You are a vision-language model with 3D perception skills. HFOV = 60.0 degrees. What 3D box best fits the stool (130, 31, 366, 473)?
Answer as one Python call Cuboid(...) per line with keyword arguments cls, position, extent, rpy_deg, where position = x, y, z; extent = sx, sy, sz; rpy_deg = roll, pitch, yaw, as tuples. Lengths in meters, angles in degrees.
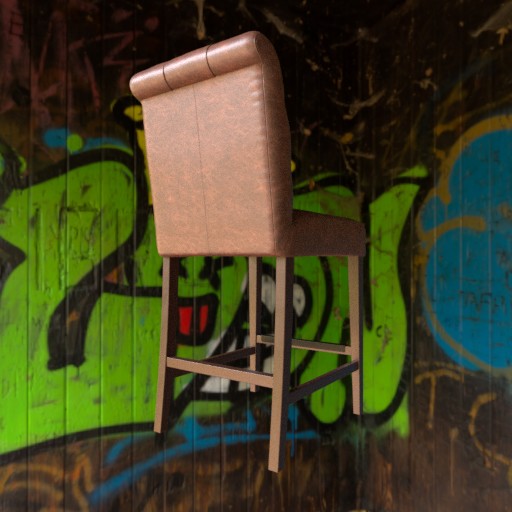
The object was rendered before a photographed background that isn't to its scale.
Cuboid(cls="stool", position=(0.000, 0.000, 1.421), extent=(0.486, 1.084, 0.660), rpy_deg=(0, 0, 36))
